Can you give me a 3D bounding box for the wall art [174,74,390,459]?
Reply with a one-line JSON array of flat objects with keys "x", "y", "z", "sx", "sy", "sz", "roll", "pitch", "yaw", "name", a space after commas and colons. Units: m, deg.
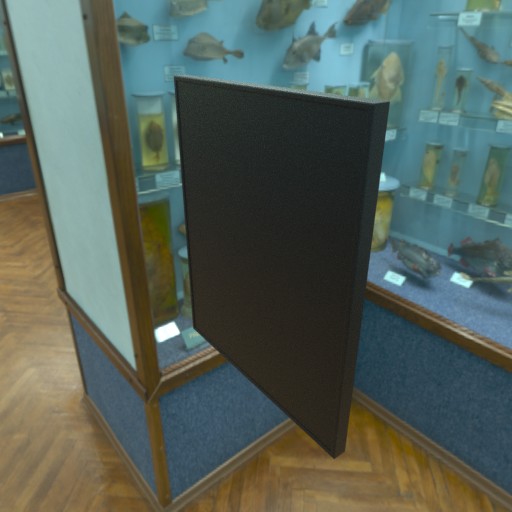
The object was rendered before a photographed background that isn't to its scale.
[{"x": 0.000, "y": 0.000, "z": 0.763, "sx": 0.028, "sy": 0.551, "sz": 0.451, "roll": -19, "pitch": 32, "yaw": -33, "name": "wall art"}]
